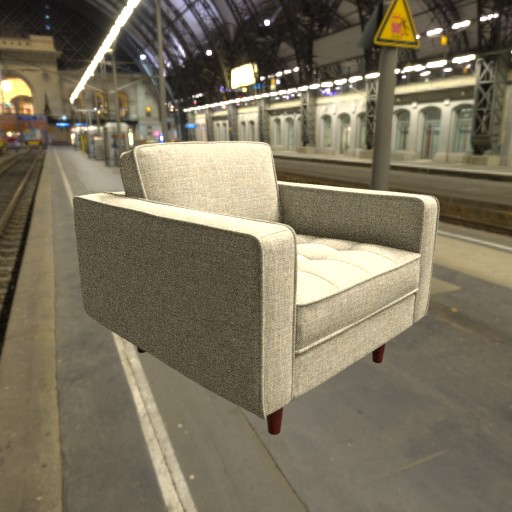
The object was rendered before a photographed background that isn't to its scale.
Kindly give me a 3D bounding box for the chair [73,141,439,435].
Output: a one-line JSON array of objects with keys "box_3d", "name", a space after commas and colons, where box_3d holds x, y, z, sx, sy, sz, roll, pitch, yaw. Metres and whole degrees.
[{"box_3d": [0.000, 0.000, 1.534, 0.914, 0.765, 0.889, 14, 21, 43], "name": "chair"}]
